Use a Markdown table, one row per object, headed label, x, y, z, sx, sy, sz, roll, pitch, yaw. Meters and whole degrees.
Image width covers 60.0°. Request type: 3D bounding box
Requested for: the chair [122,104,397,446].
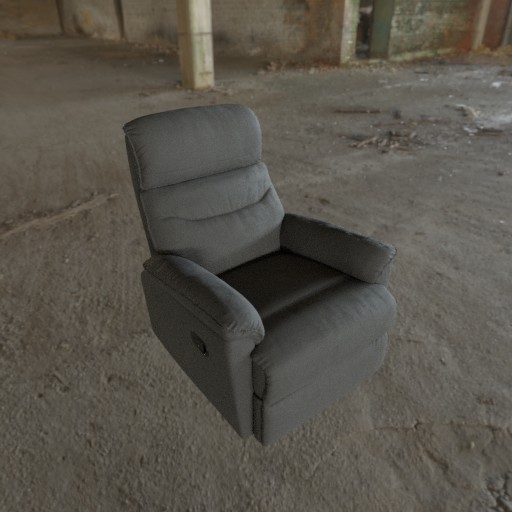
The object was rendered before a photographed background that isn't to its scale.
| label | x | y | z | sx | sy | sz | roll | pitch | yaw |
| --- | --- | --- | --- | --- | --- | --- | --- | --- | --- |
| chair | 0.000 | 0.000 | 1.796 | 0.820 | 1.037 | 1.004 | -21 | 36 | -33 |
